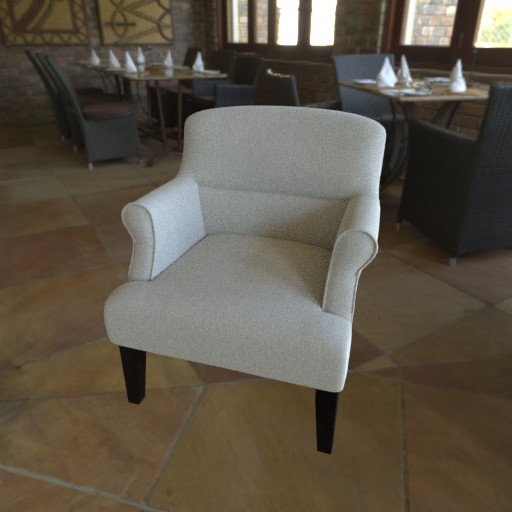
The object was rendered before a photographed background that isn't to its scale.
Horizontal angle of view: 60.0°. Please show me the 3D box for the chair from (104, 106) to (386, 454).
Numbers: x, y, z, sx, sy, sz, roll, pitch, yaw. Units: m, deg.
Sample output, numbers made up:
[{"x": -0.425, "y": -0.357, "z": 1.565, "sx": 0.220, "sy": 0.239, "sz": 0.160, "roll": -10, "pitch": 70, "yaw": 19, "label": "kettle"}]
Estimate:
[{"x": 0.000, "y": 0.000, "z": 1.487, "sx": 0.781, "sy": 0.875, "sz": 0.750, "roll": 8, "pitch": 27, "yaw": 16, "label": "chair"}]
